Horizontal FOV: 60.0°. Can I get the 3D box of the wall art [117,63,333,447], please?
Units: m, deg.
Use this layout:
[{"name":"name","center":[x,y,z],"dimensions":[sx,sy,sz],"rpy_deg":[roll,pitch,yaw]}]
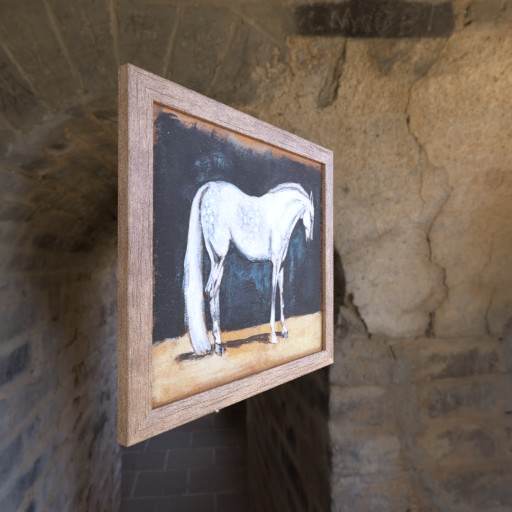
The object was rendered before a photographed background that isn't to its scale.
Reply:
[{"name":"wall art","center":[0.000,0.000,0.962],"dimensions":[0.026,0.588,0.690],"rpy_deg":[0,-1,37]}]
